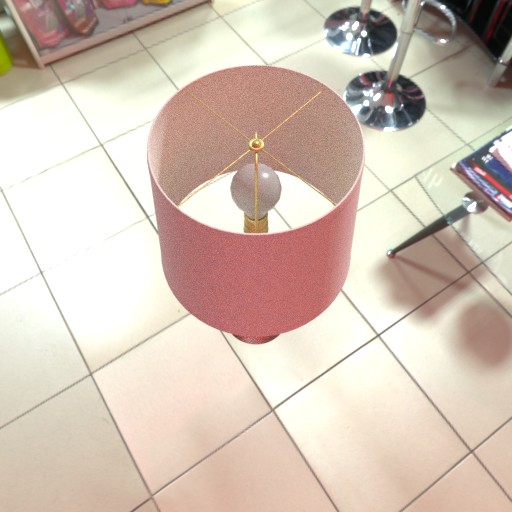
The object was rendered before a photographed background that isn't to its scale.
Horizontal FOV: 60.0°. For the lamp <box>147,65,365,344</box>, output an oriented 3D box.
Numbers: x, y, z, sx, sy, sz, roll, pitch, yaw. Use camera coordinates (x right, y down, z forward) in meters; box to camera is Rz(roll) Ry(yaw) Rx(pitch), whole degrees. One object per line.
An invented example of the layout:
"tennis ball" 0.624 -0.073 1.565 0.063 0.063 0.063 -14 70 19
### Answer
"lamp" 0.000 0.000 0.809 0.328 0.619 0.328 0 63 0
